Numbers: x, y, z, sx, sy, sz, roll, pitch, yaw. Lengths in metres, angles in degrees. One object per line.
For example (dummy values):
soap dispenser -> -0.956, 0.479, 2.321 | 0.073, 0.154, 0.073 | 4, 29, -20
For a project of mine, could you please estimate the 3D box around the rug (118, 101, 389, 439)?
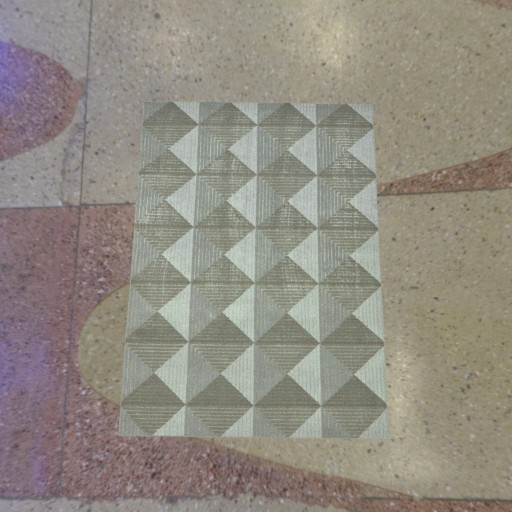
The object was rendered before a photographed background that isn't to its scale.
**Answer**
rug -> 0.000, 0.000, 4.330 | 2.428, 0.027, 3.333 | 1, 77, 0
